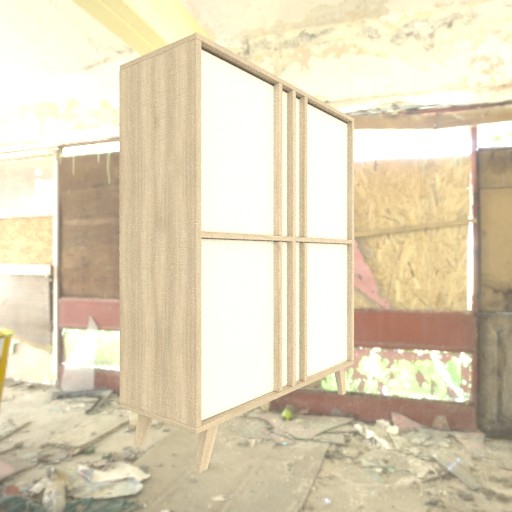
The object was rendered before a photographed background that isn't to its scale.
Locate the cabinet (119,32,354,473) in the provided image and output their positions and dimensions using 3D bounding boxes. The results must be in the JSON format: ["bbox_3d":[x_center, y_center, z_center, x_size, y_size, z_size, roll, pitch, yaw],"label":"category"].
[{"bbox_3d":[0.000,0.000,1.932,0.398,1.388,1.111,0,0,38],"label":"cabinet"}]
